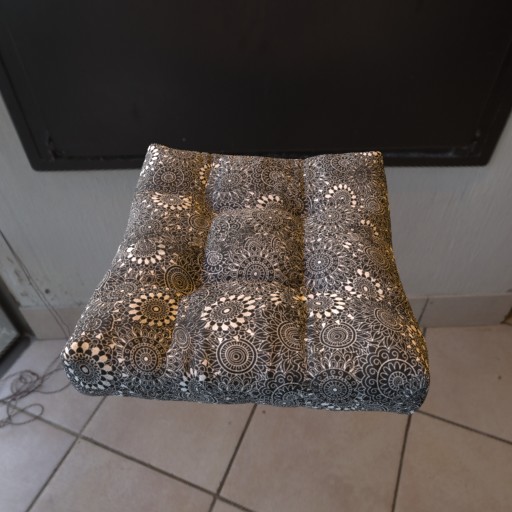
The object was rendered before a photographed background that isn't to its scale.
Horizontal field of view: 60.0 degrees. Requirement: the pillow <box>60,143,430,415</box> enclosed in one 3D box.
[{"bbox_3d":[0.000,0.000,0.717,0.468,0.128,0.490,3,46,2],"label":"pillow"}]
